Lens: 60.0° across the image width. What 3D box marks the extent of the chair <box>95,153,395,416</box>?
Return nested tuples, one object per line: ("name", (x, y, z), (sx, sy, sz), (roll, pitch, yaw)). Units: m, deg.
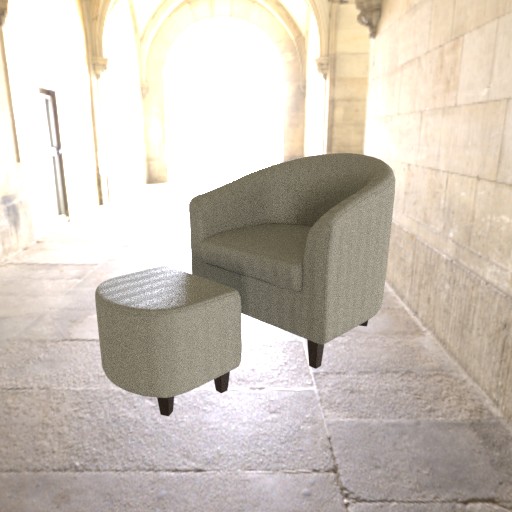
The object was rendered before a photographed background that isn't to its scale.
("chair", (0.000, 0.000, 1.753), (0.756, 0.757, 1.288), (15, 21, 42))
